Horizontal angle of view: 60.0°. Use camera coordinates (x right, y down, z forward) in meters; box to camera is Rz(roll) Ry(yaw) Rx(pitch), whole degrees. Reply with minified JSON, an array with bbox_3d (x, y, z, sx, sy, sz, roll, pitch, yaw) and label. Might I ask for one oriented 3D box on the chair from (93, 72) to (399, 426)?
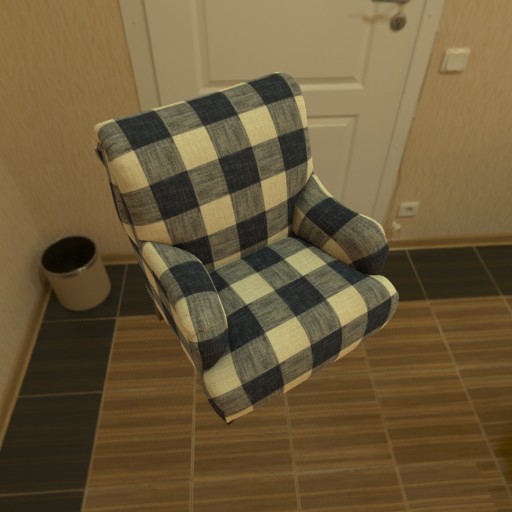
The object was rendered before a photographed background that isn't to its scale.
[{"bbox_3d":[0.000,0.000,1.629,0.781,0.953,0.848,-25,51,-22],"label":"chair"}]
